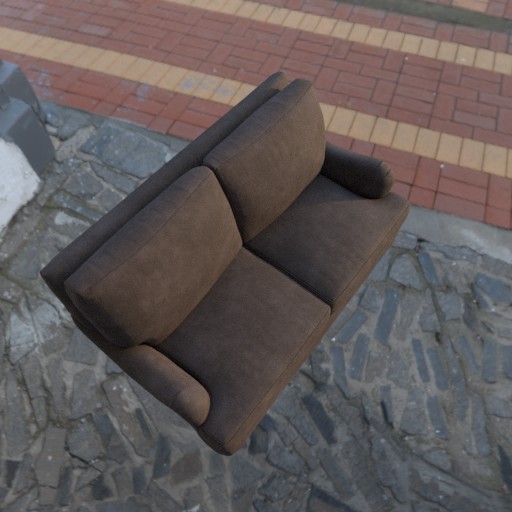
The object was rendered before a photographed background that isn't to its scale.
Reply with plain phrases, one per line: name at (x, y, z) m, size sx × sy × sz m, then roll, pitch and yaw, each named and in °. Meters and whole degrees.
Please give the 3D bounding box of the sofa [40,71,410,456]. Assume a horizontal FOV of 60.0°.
sofa at (0.000, 0.000, 2.521) m, size 1.084 × 1.101 × 1.853 m, roll 34°, pitch 64°, yaw 19°
